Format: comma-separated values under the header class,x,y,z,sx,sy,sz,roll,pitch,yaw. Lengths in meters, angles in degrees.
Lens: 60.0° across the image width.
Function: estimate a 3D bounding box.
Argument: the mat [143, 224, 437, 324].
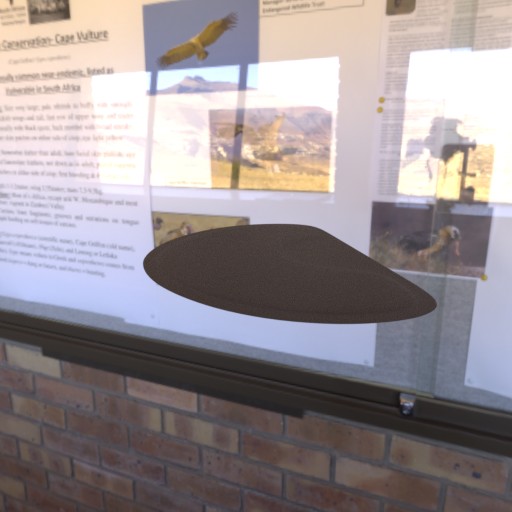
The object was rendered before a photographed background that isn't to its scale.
class,x,y,z,sx,sy,sz,roll,pitch,yaw
mat,0.000,0.000,1.845,0.913,0.013,1.524,-2,14,-9
